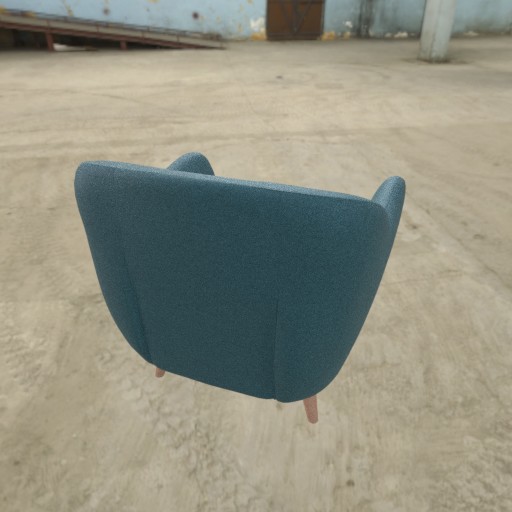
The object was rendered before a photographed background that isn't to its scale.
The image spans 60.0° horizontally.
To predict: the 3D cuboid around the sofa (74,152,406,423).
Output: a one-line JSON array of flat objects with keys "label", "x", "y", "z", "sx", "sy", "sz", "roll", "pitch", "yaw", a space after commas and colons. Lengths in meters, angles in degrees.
[{"label": "sofa", "x": 0.000, "y": 0.000, "z": 1.437, "sx": 0.836, "sy": 0.817, "sz": 0.825, "roll": 11, "pitch": 32, "yaw": 17}]
